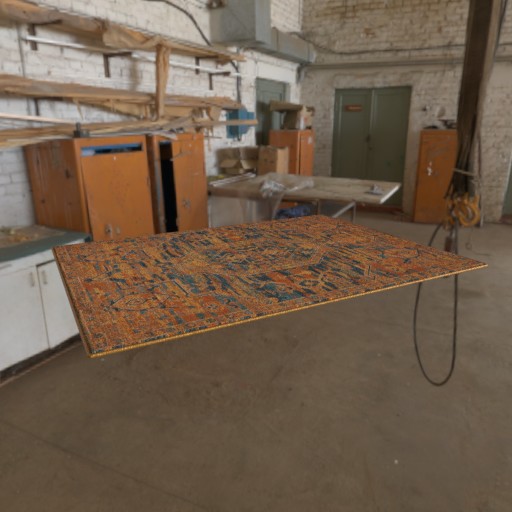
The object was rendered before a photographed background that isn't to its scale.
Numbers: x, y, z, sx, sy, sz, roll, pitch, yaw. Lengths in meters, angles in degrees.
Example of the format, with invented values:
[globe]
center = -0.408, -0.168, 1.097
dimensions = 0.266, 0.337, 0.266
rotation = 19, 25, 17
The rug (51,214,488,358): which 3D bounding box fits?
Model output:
[rug]
center = 0.000, 0.000, 2.740
dimensions = 2.204, 0.024, 1.588
rotation = -9, 19, -27
